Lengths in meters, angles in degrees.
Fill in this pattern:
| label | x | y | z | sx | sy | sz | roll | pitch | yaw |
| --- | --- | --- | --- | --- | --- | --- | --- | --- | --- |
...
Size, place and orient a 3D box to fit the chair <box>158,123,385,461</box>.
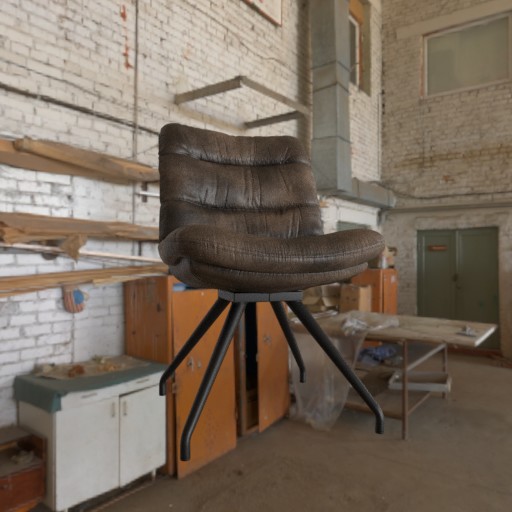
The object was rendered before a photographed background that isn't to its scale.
| label | x | y | z | sx | sy | sz | roll | pitch | yaw |
| --- | --- | --- | --- | --- | --- | --- | --- | --- | --- |
| chair | 0.000 | 0.000 | 1.260 | 0.549 | 0.870 | 0.622 | 0 | 0 | -18 |
